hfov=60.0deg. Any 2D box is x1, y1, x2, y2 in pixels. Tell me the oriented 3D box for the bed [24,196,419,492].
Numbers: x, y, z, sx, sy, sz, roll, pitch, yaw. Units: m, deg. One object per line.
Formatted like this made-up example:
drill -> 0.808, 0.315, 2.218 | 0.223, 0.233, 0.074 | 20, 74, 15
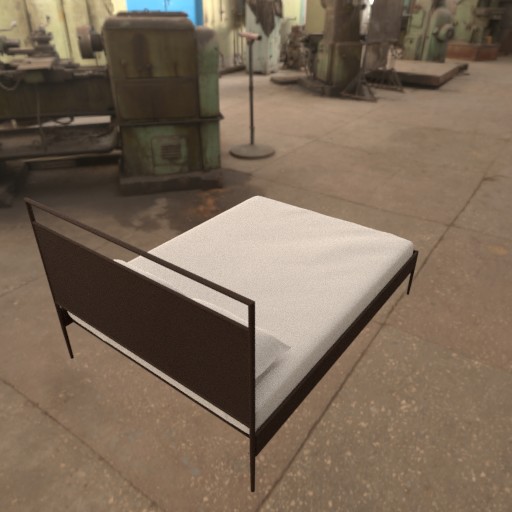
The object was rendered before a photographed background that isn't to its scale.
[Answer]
bed -> 0.000, 0.000, 3.030 | 1.572, 1.173, 2.122 | 21, 37, 31
